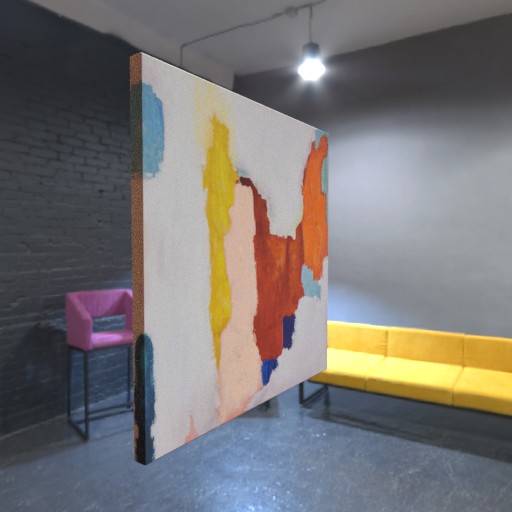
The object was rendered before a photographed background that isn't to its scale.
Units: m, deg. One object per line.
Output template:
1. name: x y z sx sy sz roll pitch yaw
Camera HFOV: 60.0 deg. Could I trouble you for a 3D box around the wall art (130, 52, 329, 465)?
1. wall art: 0.000 0.000 1.513 0.044 1.017 1.017 2 3 35
